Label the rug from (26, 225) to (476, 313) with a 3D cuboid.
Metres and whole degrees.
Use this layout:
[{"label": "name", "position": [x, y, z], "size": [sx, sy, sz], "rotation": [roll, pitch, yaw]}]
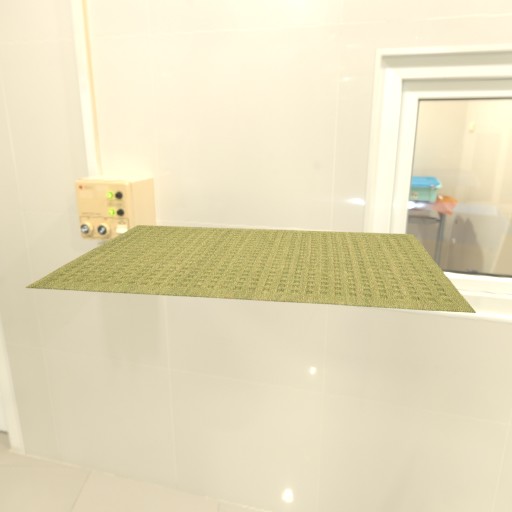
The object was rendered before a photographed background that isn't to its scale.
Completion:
[{"label": "rug", "position": [0.000, 0.000, 2.946], "size": [2.297, 0.007, 1.529], "rotation": [2, 17, 8]}]
